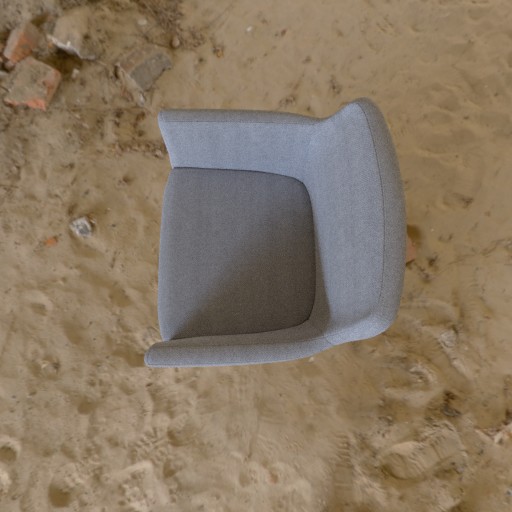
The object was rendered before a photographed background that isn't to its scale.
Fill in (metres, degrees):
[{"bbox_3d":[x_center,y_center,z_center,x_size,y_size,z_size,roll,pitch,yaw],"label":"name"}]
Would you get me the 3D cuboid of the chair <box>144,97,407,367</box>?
[{"bbox_3d":[0.000,0.000,1.163,0.540,0.780,0.570,0,75,0],"label":"chair"}]
